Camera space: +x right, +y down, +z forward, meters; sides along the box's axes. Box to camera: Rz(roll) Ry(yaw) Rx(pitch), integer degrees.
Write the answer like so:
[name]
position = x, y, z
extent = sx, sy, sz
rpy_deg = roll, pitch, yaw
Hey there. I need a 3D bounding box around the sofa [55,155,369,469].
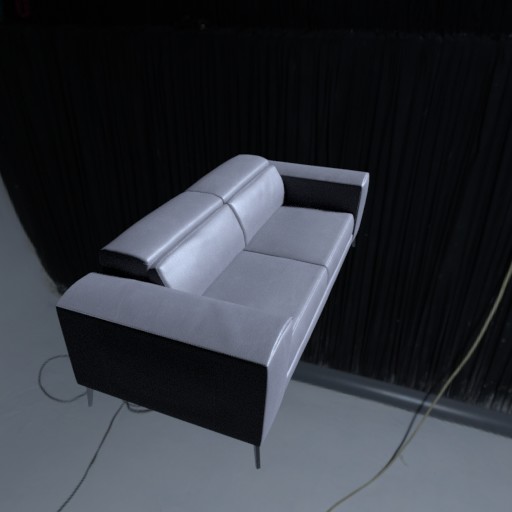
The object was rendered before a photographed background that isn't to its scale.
[sofa]
position = 0.000, 0.000, 2.857
extent = 1.048, 0.814, 2.330
rpy_deg = 11, 32, 19
